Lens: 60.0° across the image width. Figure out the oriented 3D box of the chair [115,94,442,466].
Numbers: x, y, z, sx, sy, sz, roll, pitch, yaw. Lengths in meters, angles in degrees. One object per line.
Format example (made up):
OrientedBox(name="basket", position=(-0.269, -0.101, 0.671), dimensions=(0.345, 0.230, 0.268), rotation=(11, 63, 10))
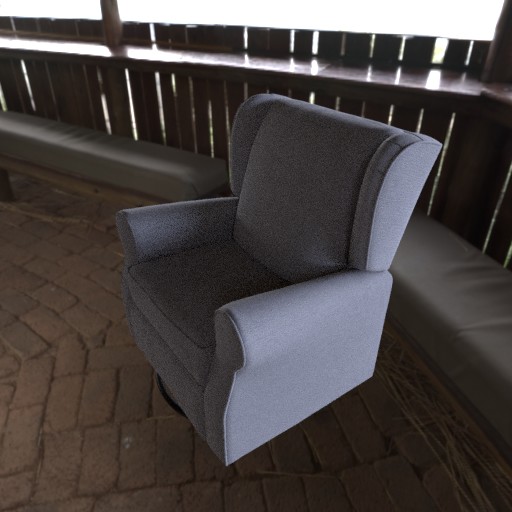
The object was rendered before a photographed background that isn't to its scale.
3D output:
OrientedBox(name="chair", position=(0.000, 0.000, 1.632), dimensions=(0.854, 0.966, 0.906), rotation=(-20, 37, -30))
